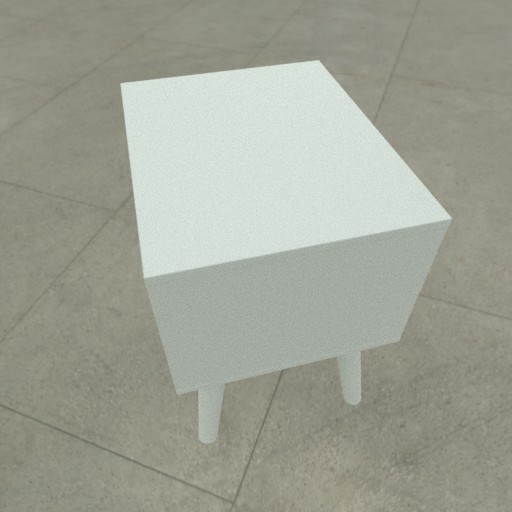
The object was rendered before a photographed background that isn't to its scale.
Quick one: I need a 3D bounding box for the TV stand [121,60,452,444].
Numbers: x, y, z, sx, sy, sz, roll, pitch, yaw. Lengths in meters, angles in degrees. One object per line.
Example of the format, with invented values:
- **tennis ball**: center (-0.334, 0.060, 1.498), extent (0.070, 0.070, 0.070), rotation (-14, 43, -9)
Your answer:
- **TV stand**: center (0.000, 0.000, 0.924), extent (0.405, 0.559, 0.508), rotation (-11, 48, -10)
